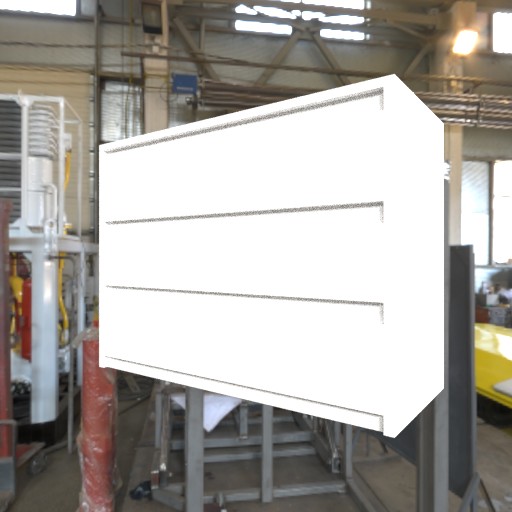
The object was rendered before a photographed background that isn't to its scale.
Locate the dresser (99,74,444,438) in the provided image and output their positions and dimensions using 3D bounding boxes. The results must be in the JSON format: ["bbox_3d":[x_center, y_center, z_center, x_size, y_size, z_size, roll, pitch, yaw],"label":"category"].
[{"bbox_3d":[0.000,0.000,1.506,1.100,0.820,0.460,0,0,36],"label":"dresser"}]
